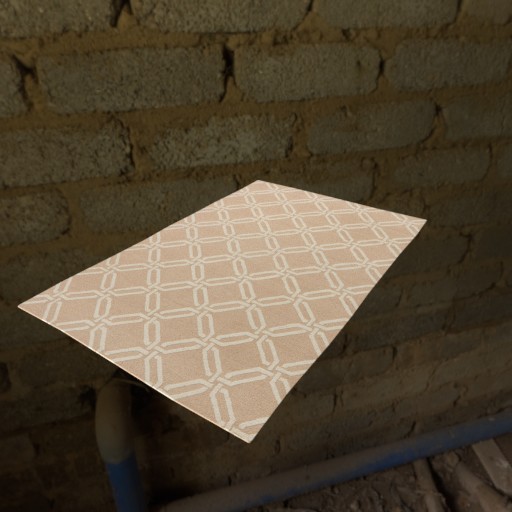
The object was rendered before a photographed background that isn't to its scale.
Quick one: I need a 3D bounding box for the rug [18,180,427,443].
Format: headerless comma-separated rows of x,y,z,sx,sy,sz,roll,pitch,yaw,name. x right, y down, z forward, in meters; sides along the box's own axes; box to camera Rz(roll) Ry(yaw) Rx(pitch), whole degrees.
0.000,0.000,2.121,1.146,0.010,1.745,19,35,29,rug
